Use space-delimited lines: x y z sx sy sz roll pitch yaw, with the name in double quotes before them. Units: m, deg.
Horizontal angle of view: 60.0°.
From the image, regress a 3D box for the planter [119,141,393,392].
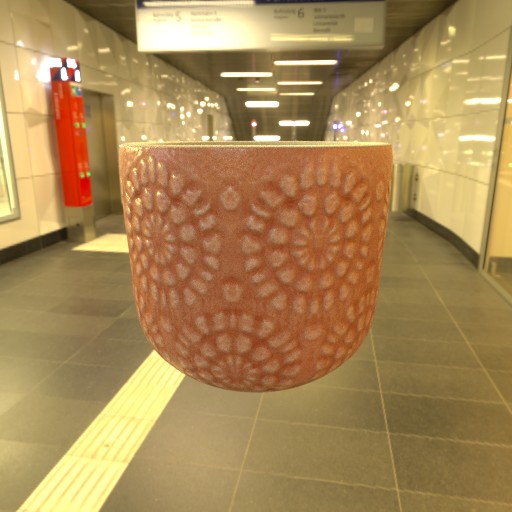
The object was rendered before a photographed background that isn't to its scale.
"planter" 0.000 0.000 0.221 0.124 0.109 0.124 0 15 0
